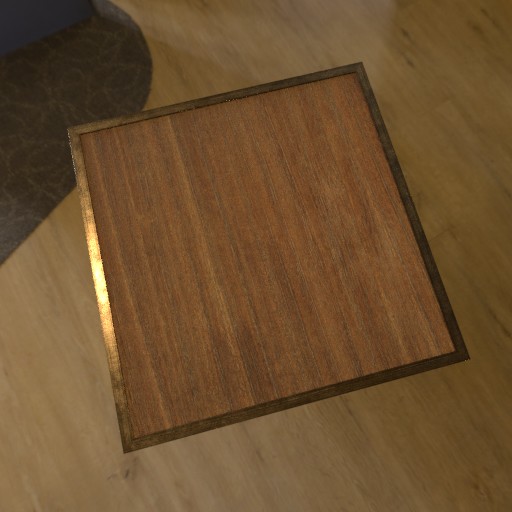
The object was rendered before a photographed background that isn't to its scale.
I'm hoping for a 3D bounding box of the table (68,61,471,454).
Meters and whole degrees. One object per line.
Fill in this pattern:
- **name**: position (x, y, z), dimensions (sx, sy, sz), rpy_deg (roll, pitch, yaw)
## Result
- **table**: position (0.000, 0.000, 1.428), dimensions (0.899, 0.451, 0.909), rpy_deg (-14, 76, -3)
